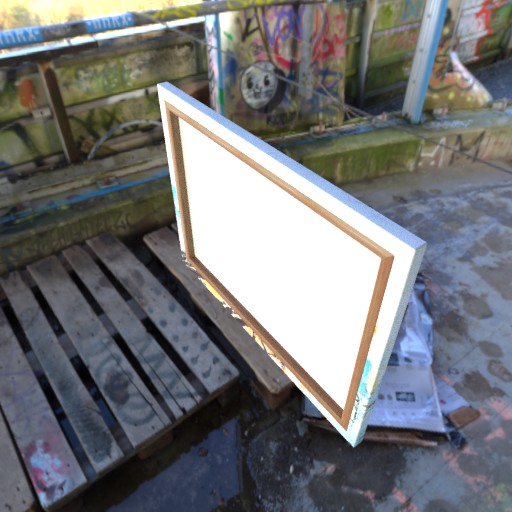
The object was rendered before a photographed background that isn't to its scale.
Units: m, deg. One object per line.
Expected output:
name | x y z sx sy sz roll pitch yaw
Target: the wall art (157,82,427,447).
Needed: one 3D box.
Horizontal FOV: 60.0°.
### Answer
wall art | 0.000 0.000 1.363 0.038 0.762 1.016 -26 47 -27
